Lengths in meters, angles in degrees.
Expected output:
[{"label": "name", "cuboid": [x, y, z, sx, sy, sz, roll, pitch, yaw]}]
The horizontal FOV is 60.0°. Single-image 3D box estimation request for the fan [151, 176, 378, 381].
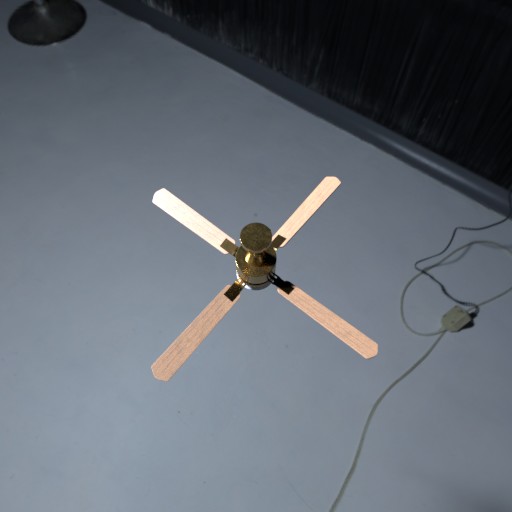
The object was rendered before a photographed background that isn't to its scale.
[{"label": "fan", "cuboid": [0.000, 0.000, 1.977, 1.320, 0.355, 1.320, 36, 68, 17]}]
